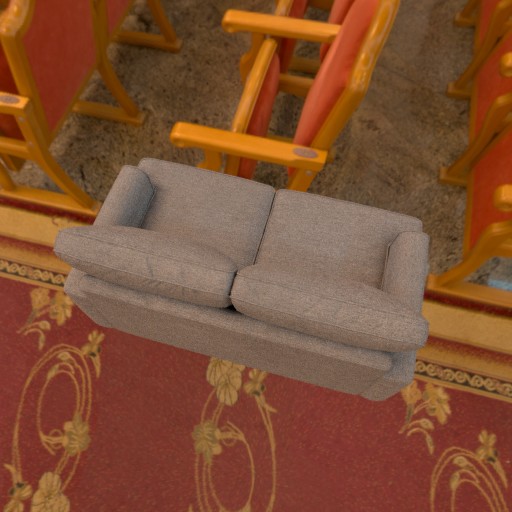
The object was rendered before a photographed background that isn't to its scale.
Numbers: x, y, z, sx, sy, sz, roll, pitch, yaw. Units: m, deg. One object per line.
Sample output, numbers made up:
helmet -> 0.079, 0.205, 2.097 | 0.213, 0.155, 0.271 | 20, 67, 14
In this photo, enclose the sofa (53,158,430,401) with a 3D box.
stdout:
sofa -> 0.000, 0.000, 2.260 | 1.651, 0.965, 0.965 | 14, 65, 7
